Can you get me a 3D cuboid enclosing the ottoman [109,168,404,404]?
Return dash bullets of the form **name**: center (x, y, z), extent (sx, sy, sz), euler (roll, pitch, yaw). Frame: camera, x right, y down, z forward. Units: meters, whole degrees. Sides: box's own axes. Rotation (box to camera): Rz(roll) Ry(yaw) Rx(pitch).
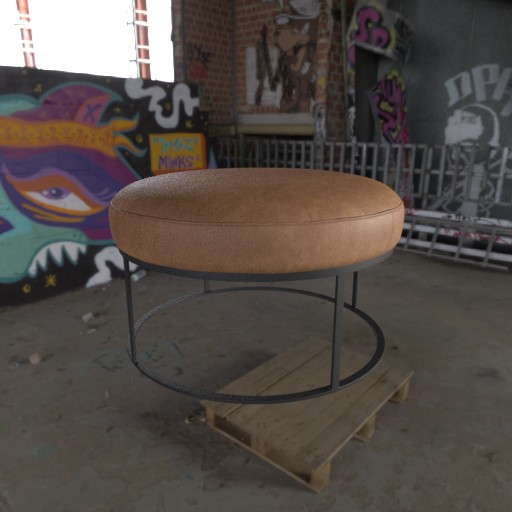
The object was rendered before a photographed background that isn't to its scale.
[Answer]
- **ottoman**: center (0.000, 0.000, 1.251), extent (0.771, 0.460, 0.771), euler (0, 16, 0)
